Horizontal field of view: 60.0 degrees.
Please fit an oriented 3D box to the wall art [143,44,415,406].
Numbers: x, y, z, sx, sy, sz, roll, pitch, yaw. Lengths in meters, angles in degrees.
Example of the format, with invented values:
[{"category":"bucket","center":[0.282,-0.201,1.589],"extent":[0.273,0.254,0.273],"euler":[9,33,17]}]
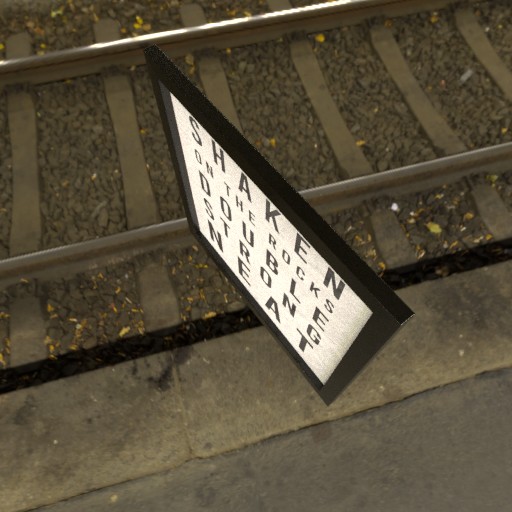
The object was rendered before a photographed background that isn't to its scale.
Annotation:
[{"category":"wall art","center":[0.000,0.000,0.523],"extent":[0.014,0.349,0.349],"euler":[-34,67,-16]}]
